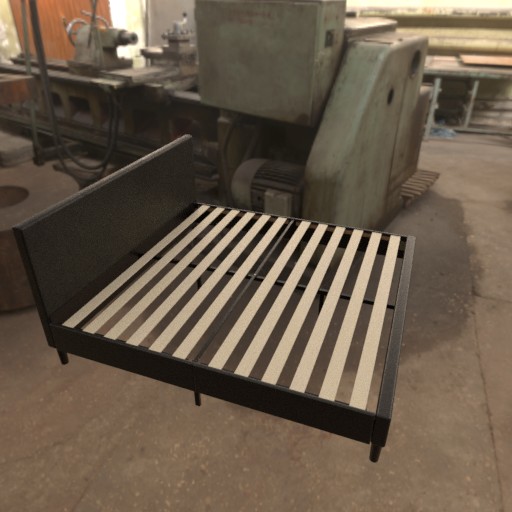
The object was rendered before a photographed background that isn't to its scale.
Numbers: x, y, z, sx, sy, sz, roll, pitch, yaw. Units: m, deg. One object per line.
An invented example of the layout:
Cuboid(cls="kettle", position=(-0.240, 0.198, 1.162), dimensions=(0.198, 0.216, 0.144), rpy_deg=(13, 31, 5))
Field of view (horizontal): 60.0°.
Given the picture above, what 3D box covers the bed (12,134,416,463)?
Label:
Cuboid(cls="bed", position=(0.000, 0.000, 3.204), dimensions=(2.152, 1.046, 2.018), rpy_deg=(11, 32, 18))
